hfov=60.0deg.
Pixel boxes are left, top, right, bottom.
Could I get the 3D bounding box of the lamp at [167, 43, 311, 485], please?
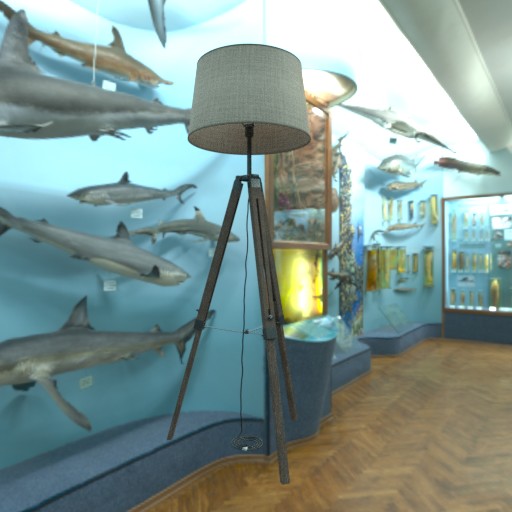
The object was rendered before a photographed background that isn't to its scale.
[{"bbox_3d":[0.000,0.000,1.824,0.604,1.510,0.587,0,0,37],"label":"lamp"}]
